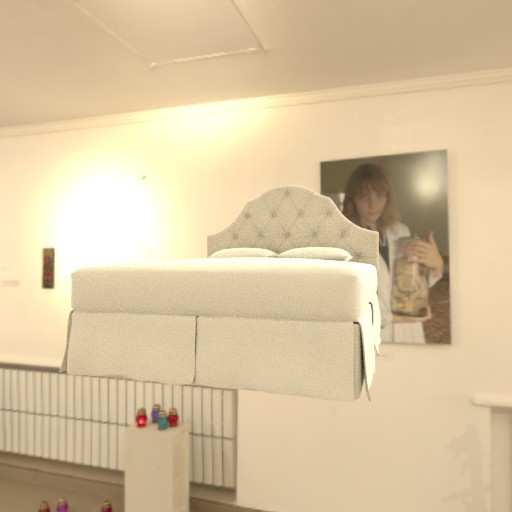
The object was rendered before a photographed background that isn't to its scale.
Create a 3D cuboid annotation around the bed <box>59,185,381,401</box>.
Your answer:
[{"bbox_3d":[0.000,0.000,3.822,2.039,1.617,2.477,0,-1,17],"label":"bed"}]
